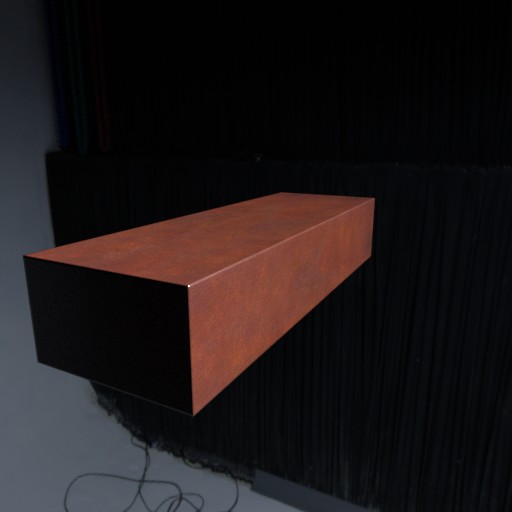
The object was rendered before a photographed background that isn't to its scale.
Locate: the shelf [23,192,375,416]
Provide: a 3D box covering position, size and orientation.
[{"bbox_3d":[0.000,0.000,0.504,0.152,0.088,0.457,8,17,27],"label":"shelf"}]
